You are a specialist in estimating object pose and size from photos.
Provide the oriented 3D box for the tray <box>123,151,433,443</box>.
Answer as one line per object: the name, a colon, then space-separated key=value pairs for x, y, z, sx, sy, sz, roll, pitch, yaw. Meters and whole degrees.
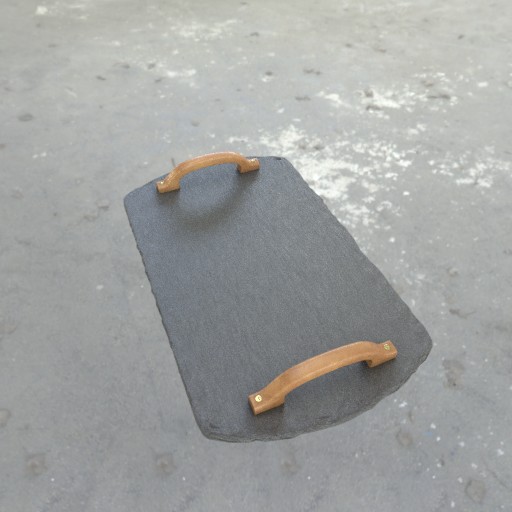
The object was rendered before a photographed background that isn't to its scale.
tray: x=0.000 y=0.000 z=0.478 sx=0.231 sy=0.062 sz=0.387 roll=-17 pitch=49 yaw=-15
